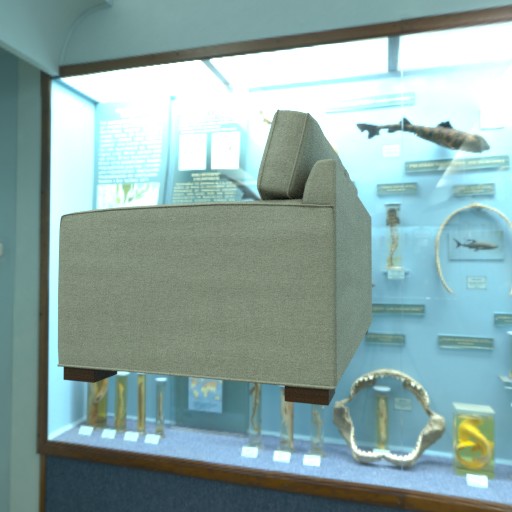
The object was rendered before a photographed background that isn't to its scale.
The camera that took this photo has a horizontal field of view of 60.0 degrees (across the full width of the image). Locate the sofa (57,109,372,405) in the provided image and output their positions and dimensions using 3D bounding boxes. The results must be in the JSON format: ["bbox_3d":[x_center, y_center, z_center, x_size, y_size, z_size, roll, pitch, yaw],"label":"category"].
[{"bbox_3d":[0.000,0.000,2.044,0.940,0.853,1.484,0,-1,18],"label":"sofa"}]
